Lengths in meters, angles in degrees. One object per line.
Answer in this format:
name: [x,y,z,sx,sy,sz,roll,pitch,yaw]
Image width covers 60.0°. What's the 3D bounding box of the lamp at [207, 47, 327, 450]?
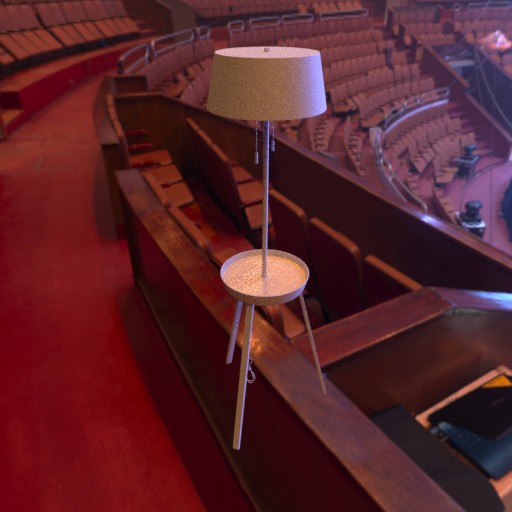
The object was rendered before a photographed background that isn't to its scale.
lamp: [0.000,0.000,1.666,0.508,1.429,0.468,-21,36,-31]
